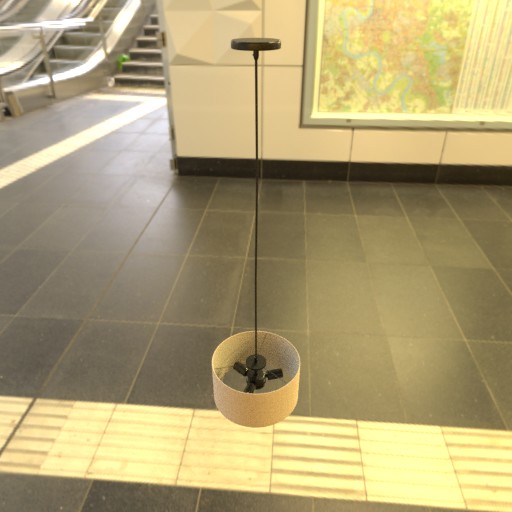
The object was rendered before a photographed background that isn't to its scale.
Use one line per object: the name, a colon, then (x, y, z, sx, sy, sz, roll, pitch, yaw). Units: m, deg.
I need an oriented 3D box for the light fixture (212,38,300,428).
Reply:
light fixture: (0.000, 0.000, 1.724, 0.399, 1.516, 0.399, 0, 31, 0)
